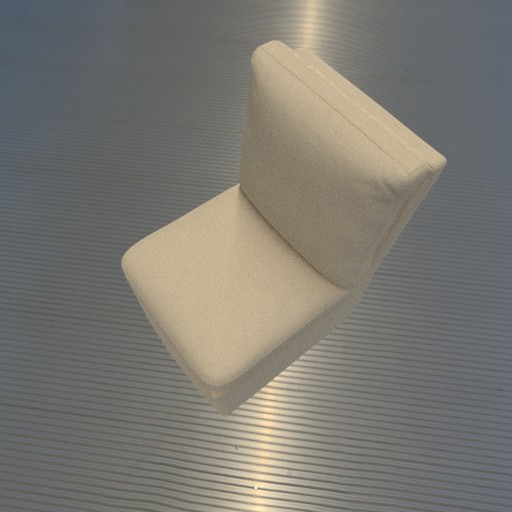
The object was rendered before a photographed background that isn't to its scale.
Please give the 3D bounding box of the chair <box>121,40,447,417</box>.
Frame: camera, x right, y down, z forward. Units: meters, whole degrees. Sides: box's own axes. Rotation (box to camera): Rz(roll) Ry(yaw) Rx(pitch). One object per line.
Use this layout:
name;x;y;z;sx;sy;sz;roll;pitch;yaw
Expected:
chair;0.000;0.000;1.285;0.698;0.927;0.503;-35;68;-17
